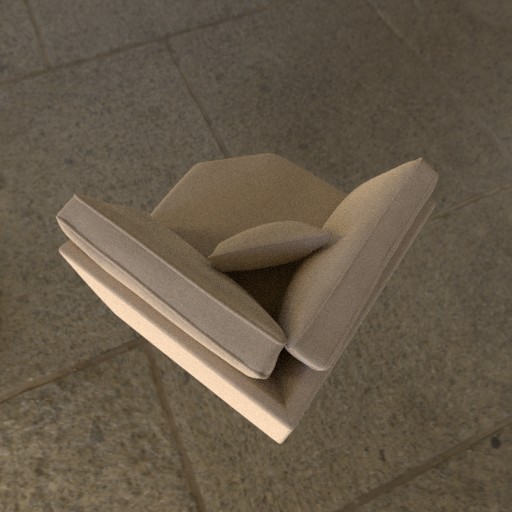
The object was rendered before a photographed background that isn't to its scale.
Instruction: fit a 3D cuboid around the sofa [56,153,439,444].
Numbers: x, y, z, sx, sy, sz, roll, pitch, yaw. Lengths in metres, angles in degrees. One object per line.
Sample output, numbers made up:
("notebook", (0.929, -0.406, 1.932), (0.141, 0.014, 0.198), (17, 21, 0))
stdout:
("sofa", (0.000, 0.000, 1.913), (1.042, 0.937, 1.050), (33, 68, 15))
